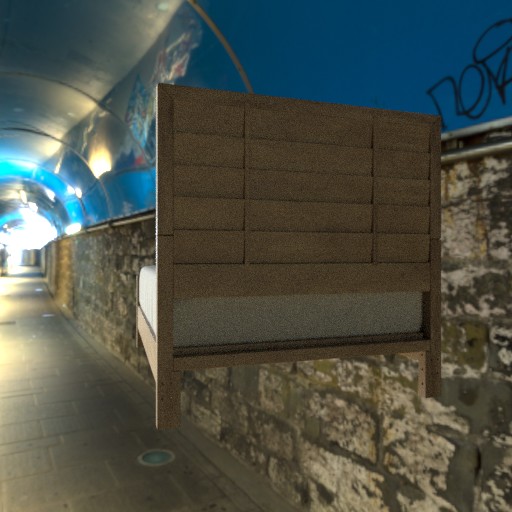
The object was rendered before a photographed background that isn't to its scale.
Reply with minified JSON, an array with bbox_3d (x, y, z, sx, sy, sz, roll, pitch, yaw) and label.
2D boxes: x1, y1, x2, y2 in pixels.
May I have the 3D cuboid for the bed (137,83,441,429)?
[{"bbox_3d":[0.000,0.000,3.282,1.615,1.631,2.017,0,0,-18],"label":"bed"}]
